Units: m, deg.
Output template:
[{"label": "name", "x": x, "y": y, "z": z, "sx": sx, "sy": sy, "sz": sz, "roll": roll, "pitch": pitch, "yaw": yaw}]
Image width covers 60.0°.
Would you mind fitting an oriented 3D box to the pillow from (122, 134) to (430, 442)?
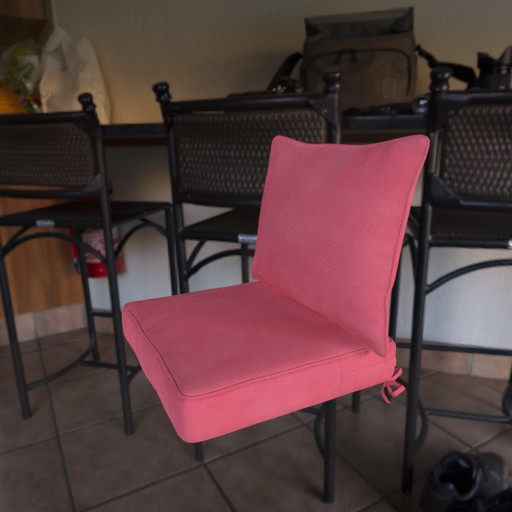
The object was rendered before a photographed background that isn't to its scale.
[{"label": "pillow", "x": 0.000, "y": 0.000, "z": 1.374, "sx": 0.733, "sy": 0.725, "sz": 0.798, "roll": -8, "pitch": 17, "yaw": -27}]
